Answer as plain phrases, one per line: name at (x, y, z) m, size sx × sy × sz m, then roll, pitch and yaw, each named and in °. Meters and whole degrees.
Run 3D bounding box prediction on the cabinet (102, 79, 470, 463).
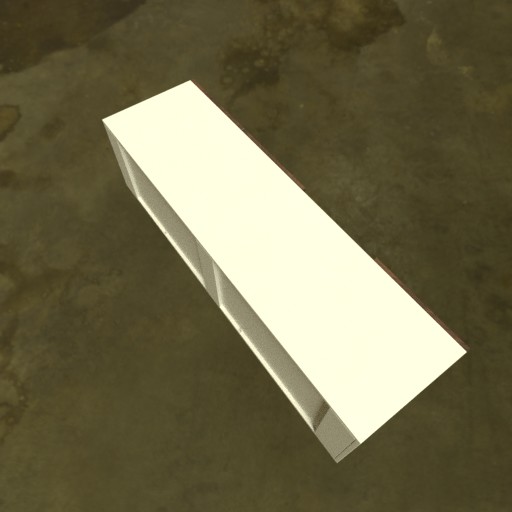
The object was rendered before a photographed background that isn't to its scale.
cabinet at (0.000, 0.000, 1.752) m, size 0.431 × 0.533 × 1.499 m, roll -32°, pitch 64°, yaw -18°
